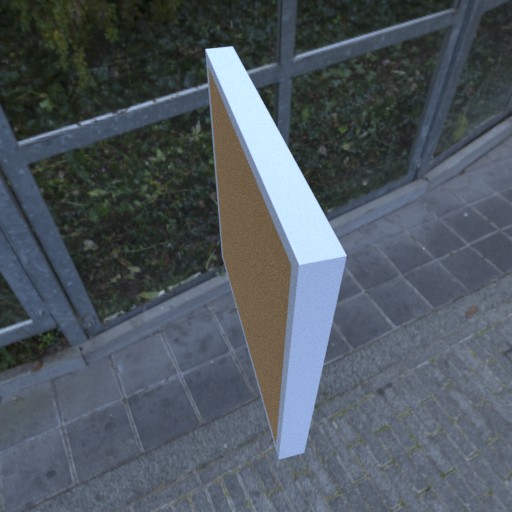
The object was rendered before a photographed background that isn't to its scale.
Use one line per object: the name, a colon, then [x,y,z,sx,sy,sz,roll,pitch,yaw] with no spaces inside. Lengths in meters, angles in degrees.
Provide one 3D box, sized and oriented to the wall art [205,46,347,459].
wall art: [0.000,0.000,0.613,0.038,0.406,0.406,-10,47,-10]
